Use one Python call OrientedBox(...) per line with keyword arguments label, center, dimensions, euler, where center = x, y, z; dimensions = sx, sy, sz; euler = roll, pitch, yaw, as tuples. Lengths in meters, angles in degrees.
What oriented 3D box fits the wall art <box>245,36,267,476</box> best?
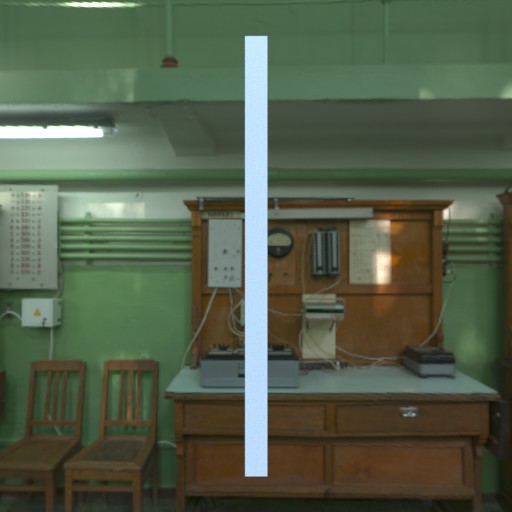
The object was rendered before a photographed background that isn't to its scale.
OrientedBox(label="wall art", center=(0.000, 0.000, 0.842), dimensions=(0.028, 0.559, 0.559), euler=(0, 0, 0))
